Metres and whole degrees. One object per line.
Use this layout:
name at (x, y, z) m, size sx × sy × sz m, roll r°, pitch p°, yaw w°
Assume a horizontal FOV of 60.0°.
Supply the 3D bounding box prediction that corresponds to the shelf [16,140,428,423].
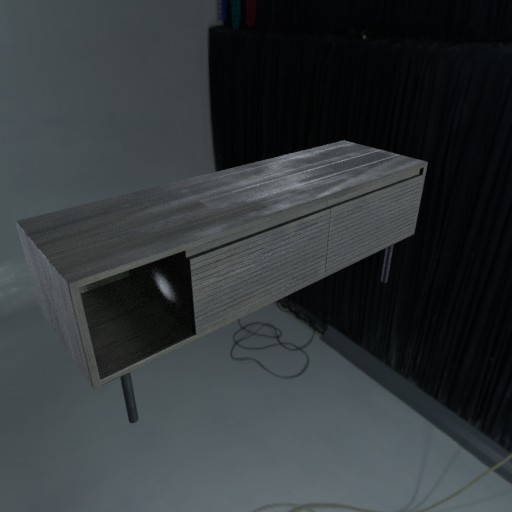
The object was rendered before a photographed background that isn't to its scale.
shelf at (0.000, 0.000, 1.503) m, size 1.300 × 0.495 × 0.400 m, roll -22°, pitch 36°, yaw -34°
